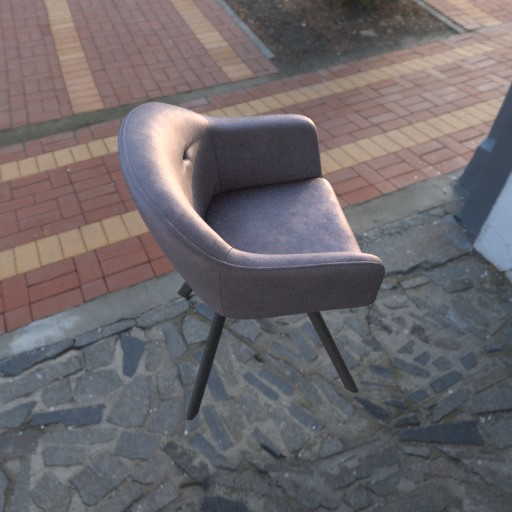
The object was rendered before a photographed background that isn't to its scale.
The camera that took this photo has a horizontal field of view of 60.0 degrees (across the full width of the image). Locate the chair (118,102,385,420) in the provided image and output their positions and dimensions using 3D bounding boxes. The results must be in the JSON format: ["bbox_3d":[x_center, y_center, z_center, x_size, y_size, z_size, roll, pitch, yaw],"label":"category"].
[{"bbox_3d":[0.000,0.000,1.166,0.544,0.781,0.567,-7,47,-7],"label":"chair"}]
